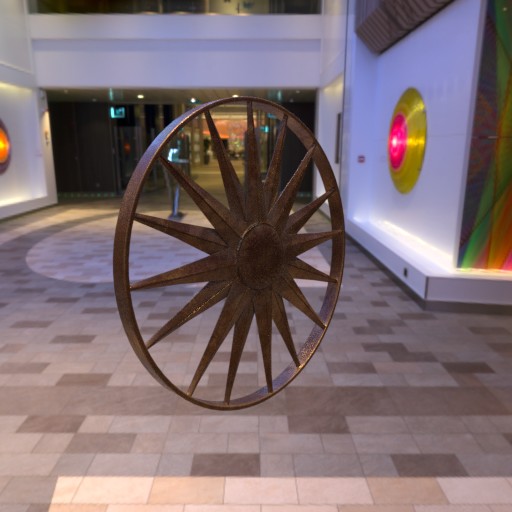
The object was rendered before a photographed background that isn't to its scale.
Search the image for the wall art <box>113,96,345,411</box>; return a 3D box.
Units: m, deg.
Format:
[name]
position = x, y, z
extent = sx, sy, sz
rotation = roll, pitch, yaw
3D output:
[wall art]
position = 0.000, 0.000, 0.855
extent = 0.084, 0.583, 0.582
rotation = 13, 19, 42
